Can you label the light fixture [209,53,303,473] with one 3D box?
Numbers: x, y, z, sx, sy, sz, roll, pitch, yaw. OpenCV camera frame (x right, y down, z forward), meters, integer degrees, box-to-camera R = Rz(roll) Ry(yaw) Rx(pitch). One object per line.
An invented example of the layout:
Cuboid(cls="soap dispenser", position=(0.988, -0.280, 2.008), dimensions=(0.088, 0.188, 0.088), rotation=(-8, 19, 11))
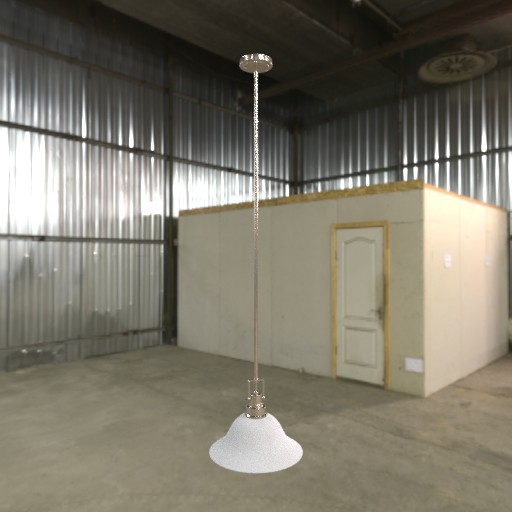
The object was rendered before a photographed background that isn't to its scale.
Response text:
Cuboid(cls="light fixture", position=(0.000, 0.000, 1.540), dimensions=(0.324, 1.354, 0.324), rotation=(0, 0, -17))
